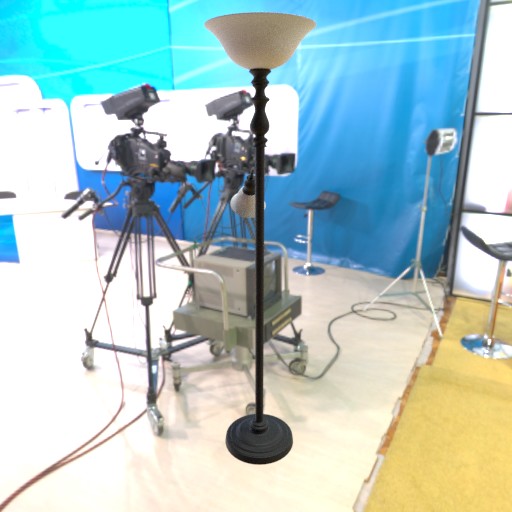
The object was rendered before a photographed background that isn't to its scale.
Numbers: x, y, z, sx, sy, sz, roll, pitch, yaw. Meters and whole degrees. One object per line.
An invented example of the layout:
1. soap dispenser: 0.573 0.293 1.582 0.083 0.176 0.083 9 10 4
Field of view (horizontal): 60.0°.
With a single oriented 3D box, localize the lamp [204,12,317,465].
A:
1. lamp: 0.000 0.000 1.946 0.405 1.793 0.588 -3 17 -9
